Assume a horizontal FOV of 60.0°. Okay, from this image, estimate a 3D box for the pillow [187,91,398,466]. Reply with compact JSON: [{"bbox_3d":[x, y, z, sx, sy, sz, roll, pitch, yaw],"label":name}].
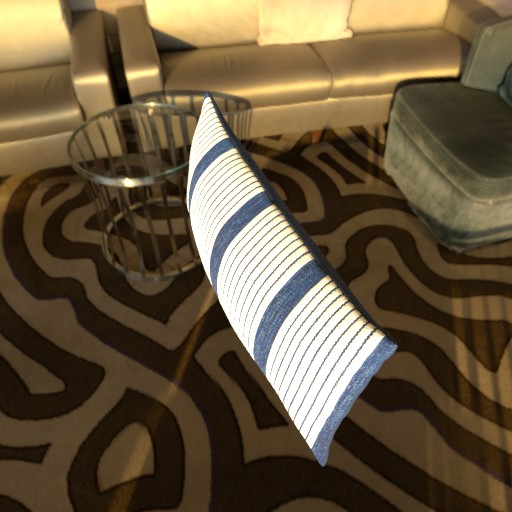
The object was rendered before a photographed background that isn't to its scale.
[{"bbox_3d":[0.000,0.000,0.743,0.156,0.292,0.608,-17,49,-16],"label":"pillow"}]
